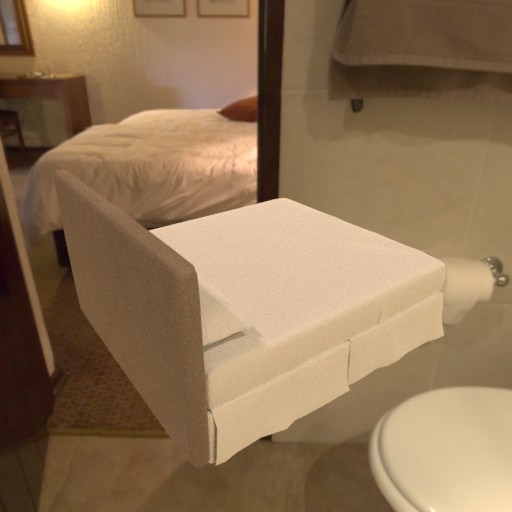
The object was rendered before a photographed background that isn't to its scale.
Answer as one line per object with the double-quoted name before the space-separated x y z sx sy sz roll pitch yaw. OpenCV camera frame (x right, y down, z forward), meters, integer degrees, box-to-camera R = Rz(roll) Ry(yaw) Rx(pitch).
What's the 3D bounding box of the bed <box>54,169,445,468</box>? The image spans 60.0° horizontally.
"bed" 0.000 0.000 3.494 2.341 1.317 2.119 -18 31 -32
